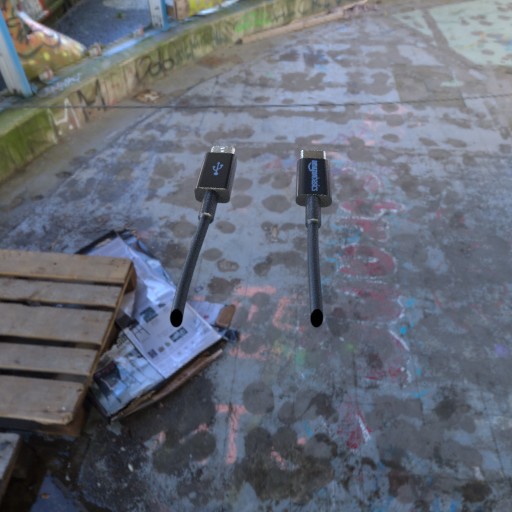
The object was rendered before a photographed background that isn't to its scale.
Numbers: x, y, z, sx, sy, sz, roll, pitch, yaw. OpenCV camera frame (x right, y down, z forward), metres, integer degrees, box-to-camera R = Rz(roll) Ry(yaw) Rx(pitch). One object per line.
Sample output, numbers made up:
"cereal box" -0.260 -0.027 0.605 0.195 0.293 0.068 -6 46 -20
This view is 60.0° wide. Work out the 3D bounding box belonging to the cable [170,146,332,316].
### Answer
"cable" 0.000 0.000 0.114 0.040 0.006 0.098 3 46 3
